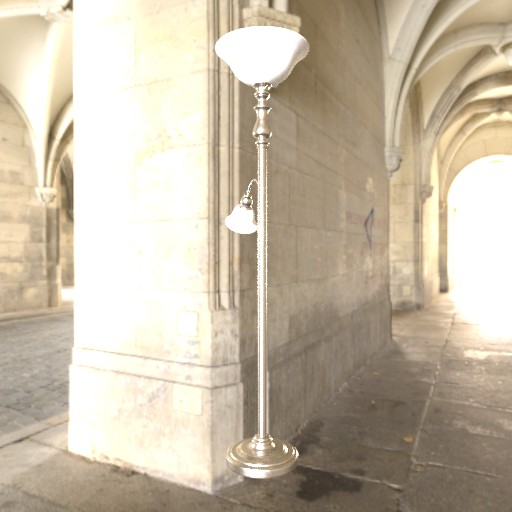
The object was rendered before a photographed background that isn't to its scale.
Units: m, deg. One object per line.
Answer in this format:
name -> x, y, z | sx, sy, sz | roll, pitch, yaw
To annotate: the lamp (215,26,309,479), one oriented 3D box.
lamp -> 0.000, 0.000, 2.007 | 0.405, 1.785, 0.575 | 0, 1, -19
